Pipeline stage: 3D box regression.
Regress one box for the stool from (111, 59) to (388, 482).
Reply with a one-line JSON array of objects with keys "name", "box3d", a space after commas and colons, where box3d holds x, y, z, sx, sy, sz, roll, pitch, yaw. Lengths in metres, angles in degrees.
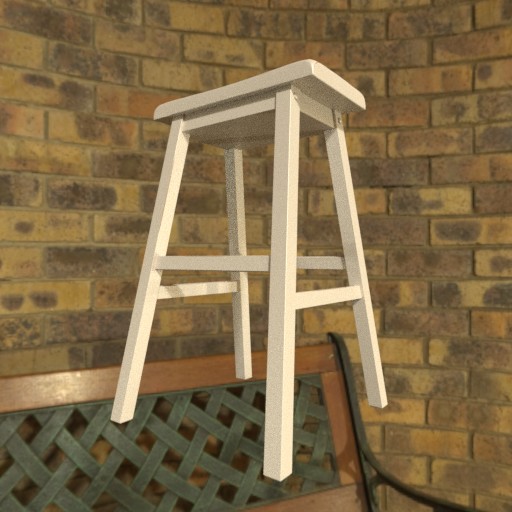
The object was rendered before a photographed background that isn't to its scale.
[{"name": "stool", "box3d": [0.000, 0.000, 1.047, 0.457, 0.737, 0.476, 0, -1, 37]}]
